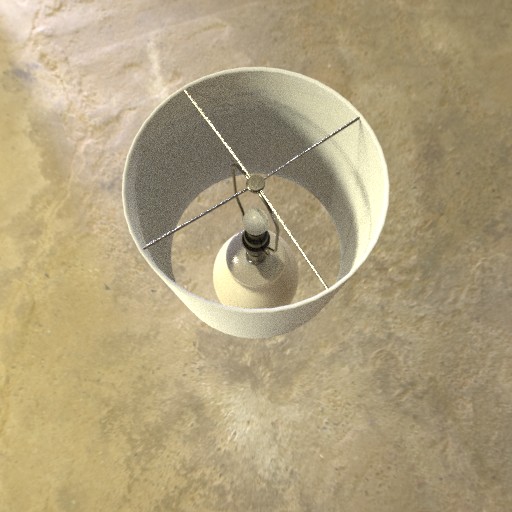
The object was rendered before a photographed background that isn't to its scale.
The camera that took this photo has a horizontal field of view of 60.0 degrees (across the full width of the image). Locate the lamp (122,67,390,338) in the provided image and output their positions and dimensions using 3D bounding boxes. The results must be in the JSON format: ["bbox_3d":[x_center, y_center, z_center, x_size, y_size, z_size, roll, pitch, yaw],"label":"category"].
[{"bbox_3d":[0.000,0.000,0.576,0.217,0.453,0.217,-33,77,-9],"label":"lamp"}]
